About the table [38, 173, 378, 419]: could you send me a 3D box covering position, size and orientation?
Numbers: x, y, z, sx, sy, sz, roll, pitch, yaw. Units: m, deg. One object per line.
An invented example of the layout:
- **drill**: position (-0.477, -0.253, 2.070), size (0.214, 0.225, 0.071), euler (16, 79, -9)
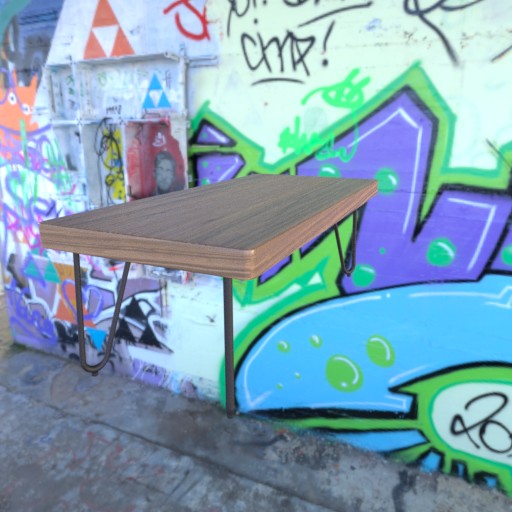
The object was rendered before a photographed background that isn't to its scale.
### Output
- **table**: position (0.000, 0.000, 1.692), size (0.637, 0.468, 1.375), euler (8, 18, 24)
